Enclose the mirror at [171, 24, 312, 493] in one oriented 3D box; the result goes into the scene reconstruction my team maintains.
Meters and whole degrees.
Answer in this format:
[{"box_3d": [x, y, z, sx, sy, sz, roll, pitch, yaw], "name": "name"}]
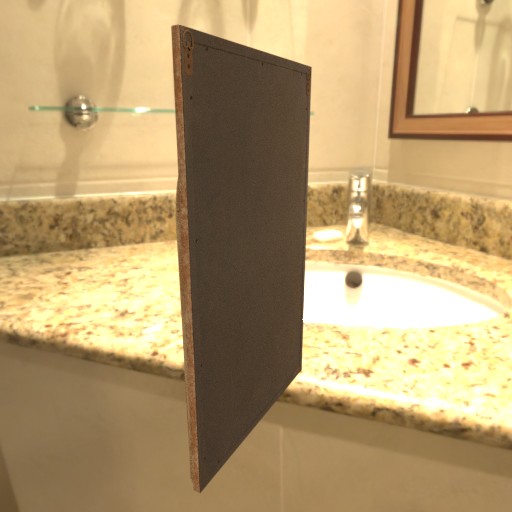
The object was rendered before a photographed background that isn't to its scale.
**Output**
[{"box_3d": [0.000, 0.000, 0.928, 0.058, 0.787, 0.495, 8, 18, 27], "name": "mirror"}]
